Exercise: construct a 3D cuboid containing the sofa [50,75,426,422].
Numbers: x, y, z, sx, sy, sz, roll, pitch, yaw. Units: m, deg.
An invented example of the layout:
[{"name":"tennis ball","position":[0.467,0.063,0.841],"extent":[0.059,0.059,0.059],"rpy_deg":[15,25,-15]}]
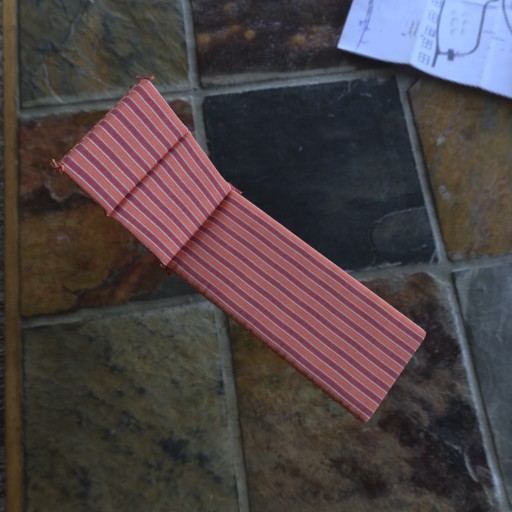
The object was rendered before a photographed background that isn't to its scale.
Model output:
[{"name":"sofa","position":[0.000,0.000,1.933],"extent":[1.663,0.622,0.582],"rpy_deg":[37,78,9]}]
